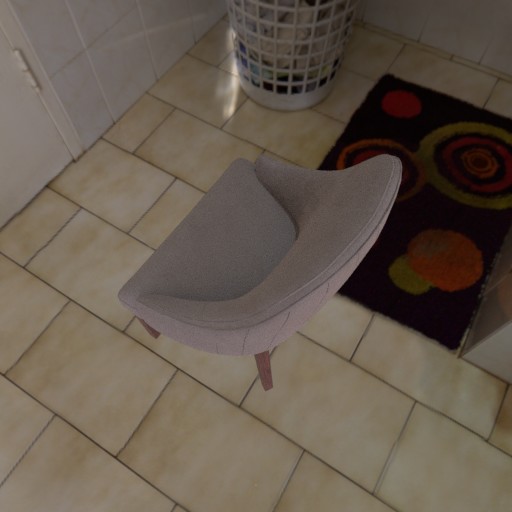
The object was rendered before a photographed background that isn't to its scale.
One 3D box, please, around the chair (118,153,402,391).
[{"bbox_3d":[0.000,0.000,1.291,0.575,0.889,0.643,31,67,15],"label":"chair"}]
